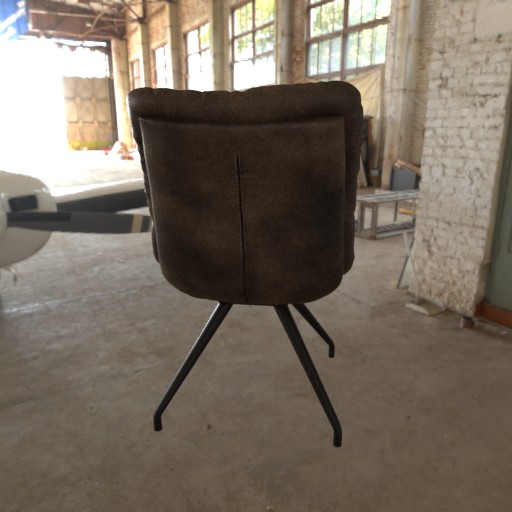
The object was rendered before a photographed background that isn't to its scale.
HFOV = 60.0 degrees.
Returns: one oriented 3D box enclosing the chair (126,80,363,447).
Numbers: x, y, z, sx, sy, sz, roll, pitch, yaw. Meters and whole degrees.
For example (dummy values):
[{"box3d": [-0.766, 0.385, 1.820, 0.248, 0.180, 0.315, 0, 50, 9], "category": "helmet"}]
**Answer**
[{"box3d": [0.000, 0.000, 1.258, 0.549, 0.870, 0.622, 2, 16, 7], "category": "chair"}]
